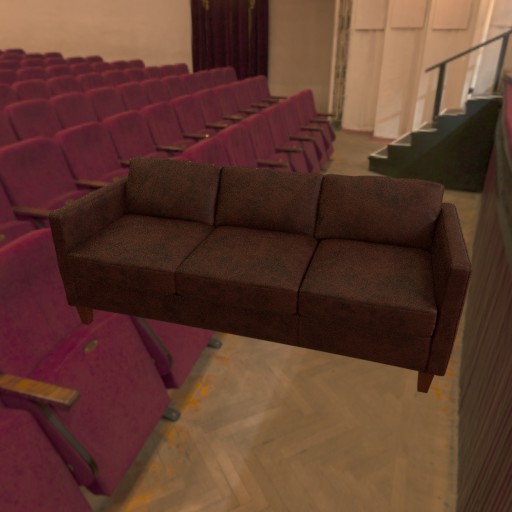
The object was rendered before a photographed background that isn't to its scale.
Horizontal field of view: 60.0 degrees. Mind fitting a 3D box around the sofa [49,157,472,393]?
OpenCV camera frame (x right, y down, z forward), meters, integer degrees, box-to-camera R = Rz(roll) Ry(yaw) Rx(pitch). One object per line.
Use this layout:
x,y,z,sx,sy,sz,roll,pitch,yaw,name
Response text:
0.000,0.000,2.943,2.464,1.006,1.045,8,27,15,sofa
